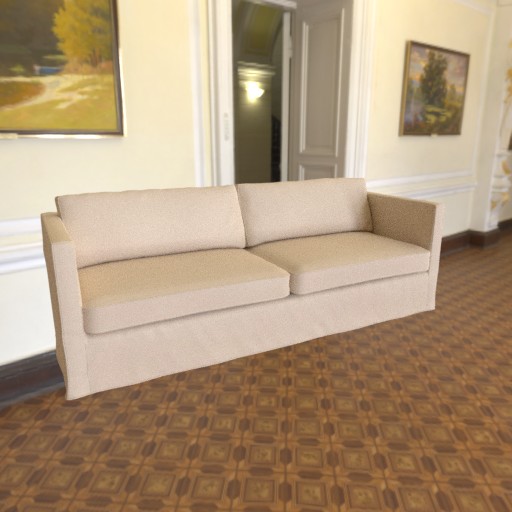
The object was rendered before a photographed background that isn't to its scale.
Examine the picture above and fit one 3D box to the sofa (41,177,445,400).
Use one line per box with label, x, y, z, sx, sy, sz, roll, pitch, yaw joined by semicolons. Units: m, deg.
sofa;0.000;0.000;3.235;2.779;0.999;1.036;-8;17;-27
